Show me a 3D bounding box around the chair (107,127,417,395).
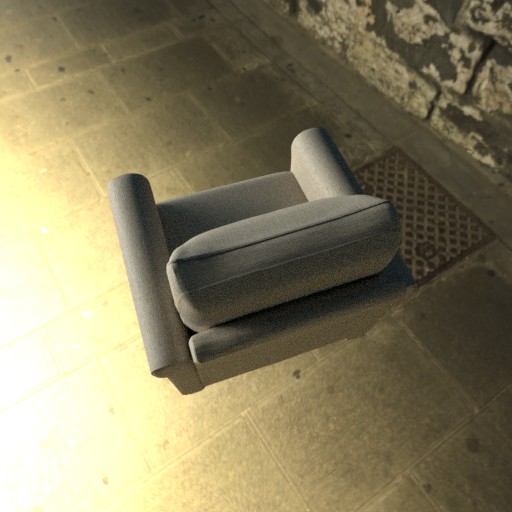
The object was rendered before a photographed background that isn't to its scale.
[{"bbox_3d":[0.000,0.000,2.288,1.275,1.349,1.180,-16,59,-10],"label":"chair"}]
